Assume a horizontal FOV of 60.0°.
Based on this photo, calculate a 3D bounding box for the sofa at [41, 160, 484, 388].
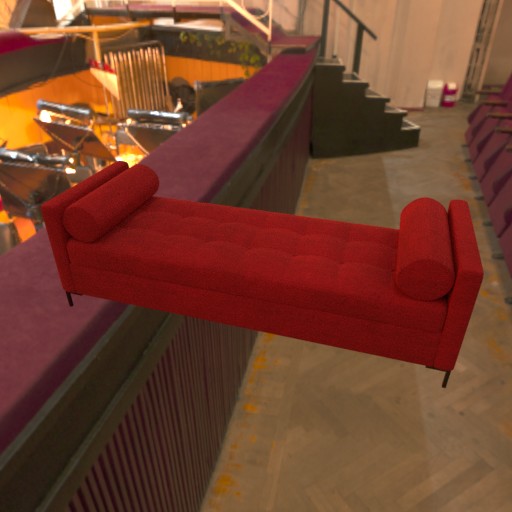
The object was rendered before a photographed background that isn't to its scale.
[{"bbox_3d":[0.000,0.000,2.313,1.981,0.635,0.686,9,33,15],"label":"sofa"}]
